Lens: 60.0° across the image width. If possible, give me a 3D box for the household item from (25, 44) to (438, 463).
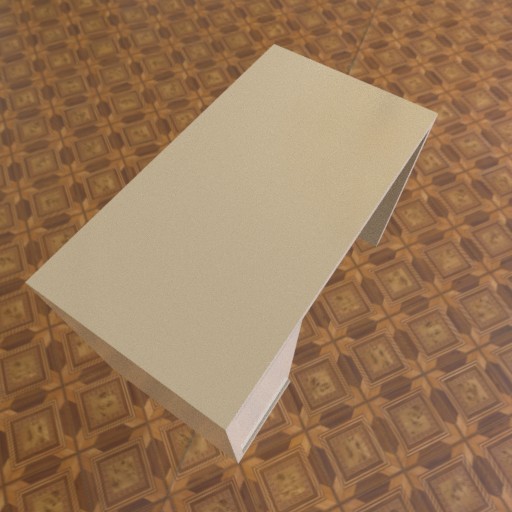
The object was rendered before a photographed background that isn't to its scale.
[{"bbox_3d":[0.000,0.000,1.533,0.597,0.749,1.100,31,65,16],"label":"household item"}]
